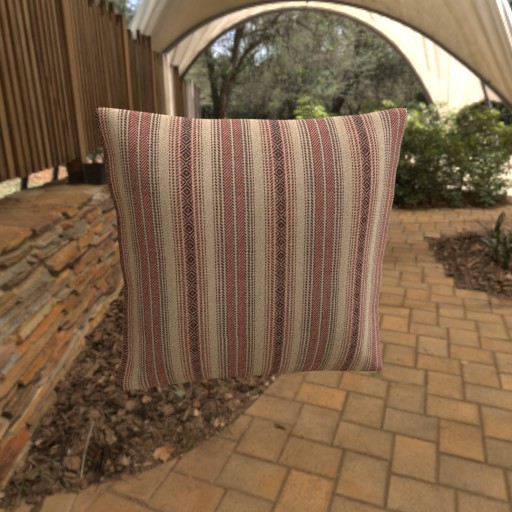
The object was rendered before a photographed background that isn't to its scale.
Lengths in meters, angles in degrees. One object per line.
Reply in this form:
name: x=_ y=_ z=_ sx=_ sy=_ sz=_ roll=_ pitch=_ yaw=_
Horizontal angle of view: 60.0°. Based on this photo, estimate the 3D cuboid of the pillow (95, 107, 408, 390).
pillow: x=0.000 y=0.000 z=0.783 sx=0.513 sy=0.497 sz=0.166 roll=-2 pitch=18 yaw=-7
